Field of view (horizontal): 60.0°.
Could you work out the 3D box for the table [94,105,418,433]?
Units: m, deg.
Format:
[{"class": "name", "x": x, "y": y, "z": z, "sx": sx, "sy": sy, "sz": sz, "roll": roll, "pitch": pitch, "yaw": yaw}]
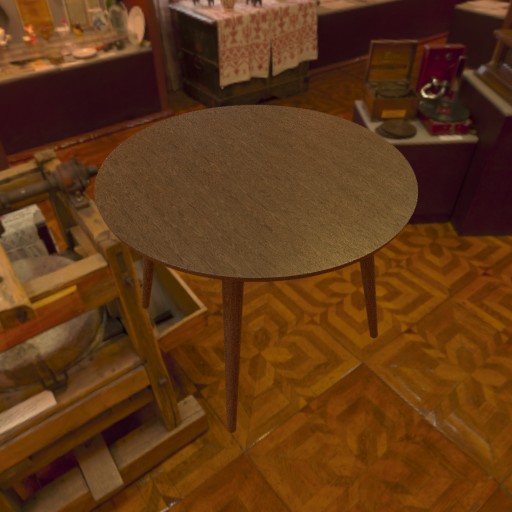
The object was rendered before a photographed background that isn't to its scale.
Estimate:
[{"class": "table", "x": 0.000, "y": 0.000, "z": 1.754, "sx": 1.053, "sy": 0.786, "sz": 1.053, "roll": 0, "pitch": 41, "yaw": 0}]
